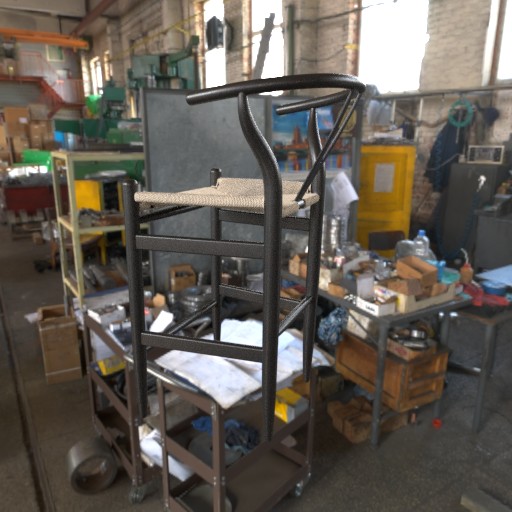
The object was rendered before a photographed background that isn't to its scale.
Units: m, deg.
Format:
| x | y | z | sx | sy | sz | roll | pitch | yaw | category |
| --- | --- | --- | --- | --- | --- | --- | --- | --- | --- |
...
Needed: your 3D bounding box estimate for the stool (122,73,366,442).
| x | y | z | sx | sy | sz | roll | pitch | yaw | category |
| --- | --- | --- | --- | --- | --- | --- | --- | --- | --- |
| 0.000 | 0.000 | 1.326 | 0.579 | 0.970 | 0.569 | 7 | 17 | 23 | stool |
